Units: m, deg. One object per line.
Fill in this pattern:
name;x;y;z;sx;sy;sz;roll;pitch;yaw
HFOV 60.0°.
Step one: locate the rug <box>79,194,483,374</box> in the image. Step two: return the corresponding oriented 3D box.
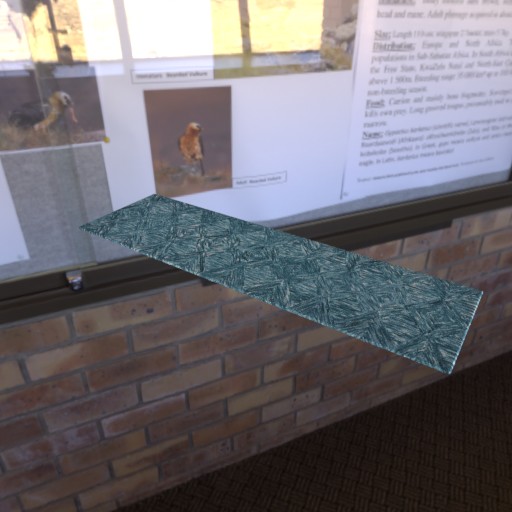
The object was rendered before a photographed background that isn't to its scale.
rug;0.000;0.000;2.528;2.286;0.016;0.676;19;35;29
